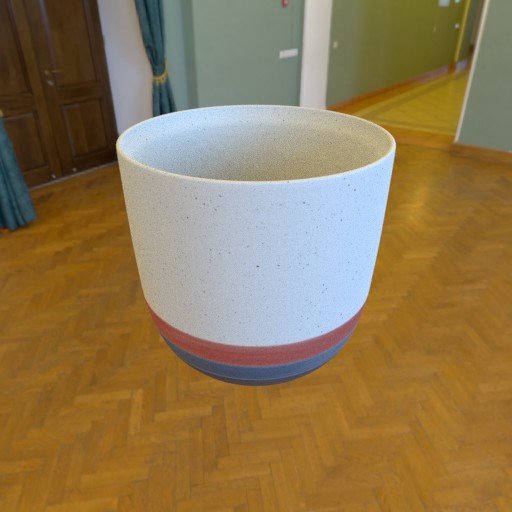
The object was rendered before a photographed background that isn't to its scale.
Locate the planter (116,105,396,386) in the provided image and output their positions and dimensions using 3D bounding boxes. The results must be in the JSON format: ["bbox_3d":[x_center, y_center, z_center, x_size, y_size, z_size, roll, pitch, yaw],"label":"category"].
[{"bbox_3d":[0.000,0.000,0.388,0.204,0.214,0.204,0,31,0],"label":"planter"}]
